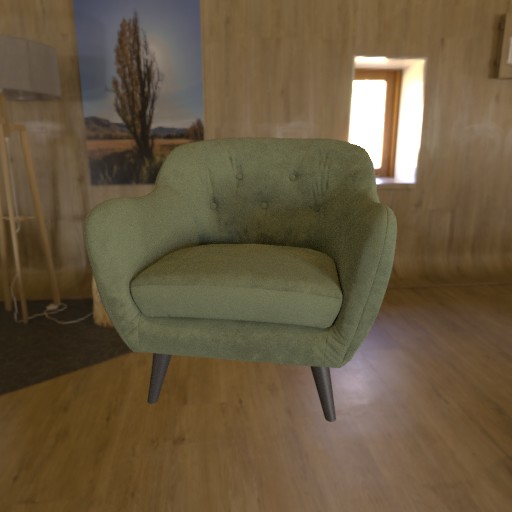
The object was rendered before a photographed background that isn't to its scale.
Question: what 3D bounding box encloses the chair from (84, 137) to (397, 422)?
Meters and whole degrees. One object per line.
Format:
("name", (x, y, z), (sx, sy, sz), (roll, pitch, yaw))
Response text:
("chair", (0.000, 0.000, 1.539), (0.840, 0.804, 0.819), (2, 15, 9))
